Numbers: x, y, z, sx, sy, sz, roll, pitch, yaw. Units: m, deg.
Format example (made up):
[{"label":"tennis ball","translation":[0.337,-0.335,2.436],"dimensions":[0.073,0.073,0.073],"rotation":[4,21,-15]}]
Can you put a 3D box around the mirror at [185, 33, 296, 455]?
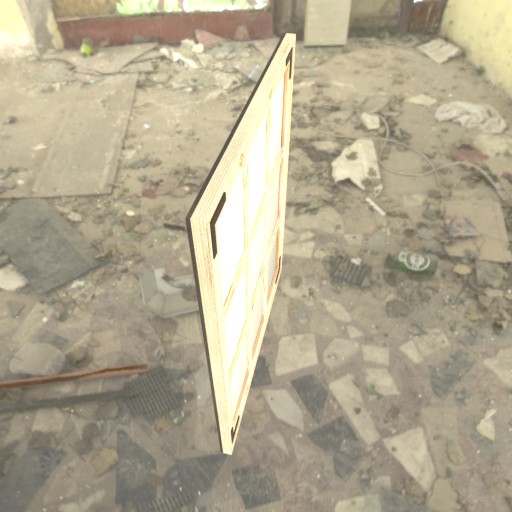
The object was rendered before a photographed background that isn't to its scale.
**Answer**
[{"label":"mirror","translation":[0.000,0.000,1.189],"dimensions":[0.032,0.882,0.730],"rotation":[10,47,9]}]
